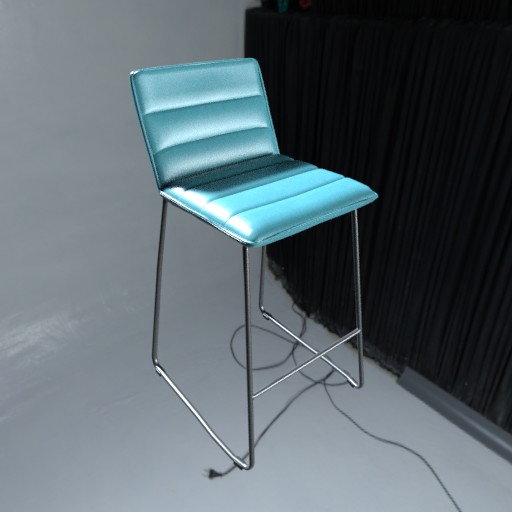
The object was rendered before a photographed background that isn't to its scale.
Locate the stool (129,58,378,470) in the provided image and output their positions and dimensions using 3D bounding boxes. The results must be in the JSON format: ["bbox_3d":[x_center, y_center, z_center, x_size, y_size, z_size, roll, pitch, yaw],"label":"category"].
[{"bbox_3d":[0.000,0.000,1.217,0.489,0.936,0.524,-22,37,-32],"label":"stool"}]
